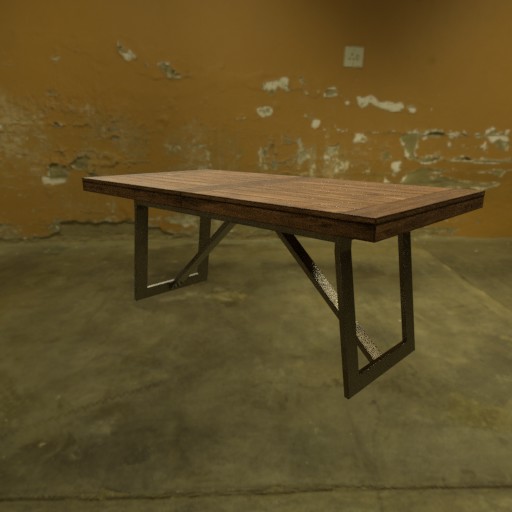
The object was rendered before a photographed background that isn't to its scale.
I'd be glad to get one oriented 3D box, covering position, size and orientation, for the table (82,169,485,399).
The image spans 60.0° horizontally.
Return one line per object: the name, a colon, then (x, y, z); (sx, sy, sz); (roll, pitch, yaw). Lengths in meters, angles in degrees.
table: (0.000, 0.000, 2.327); (1.867, 0.757, 0.931); (14, 21, 42)
